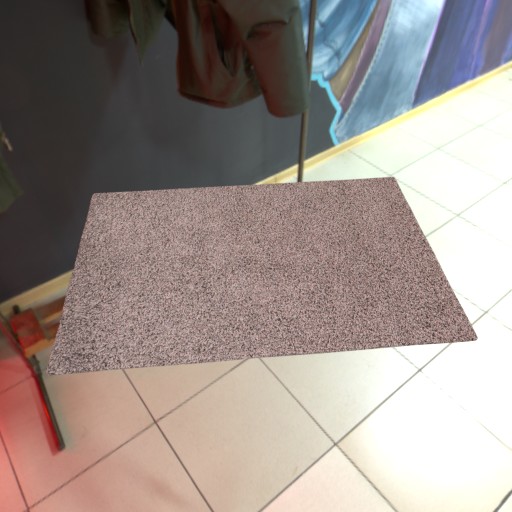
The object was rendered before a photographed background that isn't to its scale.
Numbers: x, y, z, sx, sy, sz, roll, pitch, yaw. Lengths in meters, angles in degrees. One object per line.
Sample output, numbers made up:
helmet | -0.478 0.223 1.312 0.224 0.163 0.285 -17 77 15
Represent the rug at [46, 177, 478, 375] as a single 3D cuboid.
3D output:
rug | 0.000 0.000 3.403 2.743 0.030 1.778 -4 46 -4
